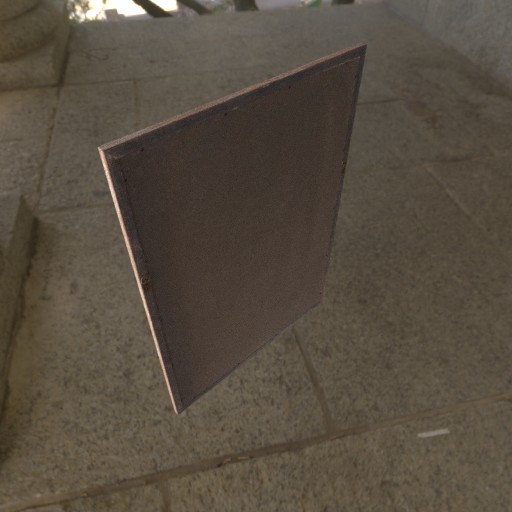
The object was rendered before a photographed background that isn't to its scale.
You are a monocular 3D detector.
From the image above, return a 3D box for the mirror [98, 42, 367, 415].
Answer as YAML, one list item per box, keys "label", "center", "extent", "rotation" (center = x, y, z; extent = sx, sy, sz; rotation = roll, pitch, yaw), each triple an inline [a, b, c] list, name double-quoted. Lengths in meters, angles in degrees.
- label: "mirror"
  center: [0.000, 0.000, 1.267]
  extent: [0.705, 0.996, 0.025]
  rotation: [-33, 54, -28]
